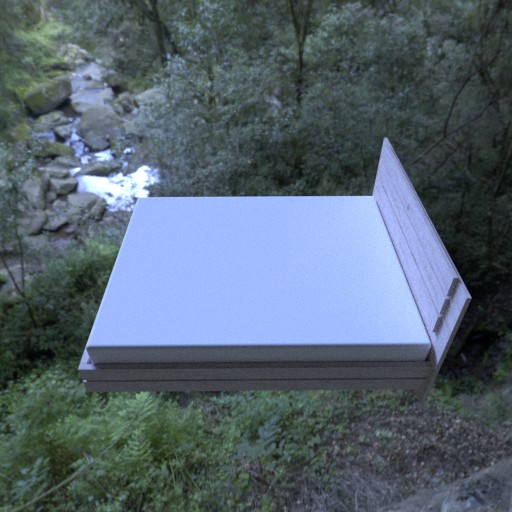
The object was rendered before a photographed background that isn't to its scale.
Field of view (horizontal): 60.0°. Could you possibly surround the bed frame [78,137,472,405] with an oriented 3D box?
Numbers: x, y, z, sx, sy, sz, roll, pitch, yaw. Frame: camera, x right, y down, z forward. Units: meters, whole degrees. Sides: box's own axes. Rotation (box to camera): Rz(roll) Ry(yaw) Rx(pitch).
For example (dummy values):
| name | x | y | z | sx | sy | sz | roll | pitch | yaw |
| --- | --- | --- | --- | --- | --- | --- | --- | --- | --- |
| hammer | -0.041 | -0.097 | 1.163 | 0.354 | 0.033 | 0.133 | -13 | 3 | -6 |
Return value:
| name | x | y | z | sx | sy | sz | roll | pitch | yaw |
| --- | --- | --- | --- | --- | --- | --- | --- | --- | --- |
| bed frame | 0.000 | 0.000 | 3.116 | 2.080 | 0.970 | 1.750 | 0 | 40 | 0 |
